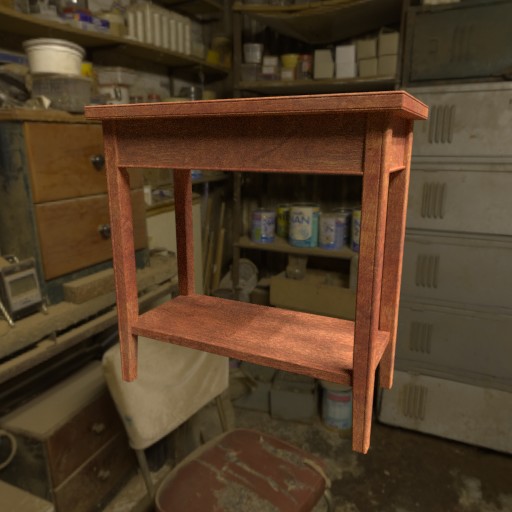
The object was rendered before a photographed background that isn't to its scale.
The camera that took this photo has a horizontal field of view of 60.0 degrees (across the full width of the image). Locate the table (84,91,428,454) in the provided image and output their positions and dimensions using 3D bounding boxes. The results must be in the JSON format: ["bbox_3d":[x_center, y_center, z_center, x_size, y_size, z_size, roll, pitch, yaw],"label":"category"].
[{"bbox_3d":[0.000,0.000,0.950,0.610,0.610,0.305,7,16,26],"label":"table"}]
